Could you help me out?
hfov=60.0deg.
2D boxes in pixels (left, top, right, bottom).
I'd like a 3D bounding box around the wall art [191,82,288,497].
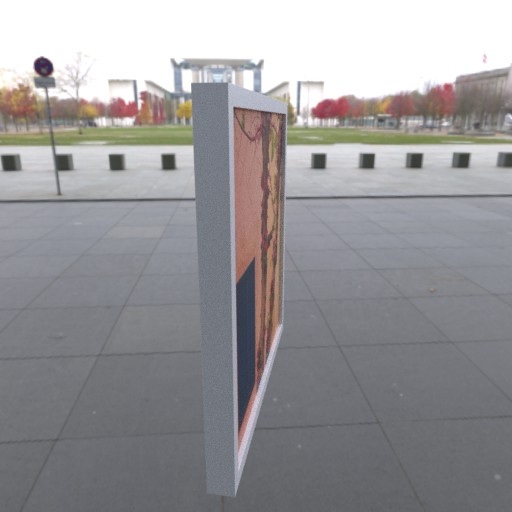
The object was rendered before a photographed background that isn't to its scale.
[{"bbox_3d":[0.000,0.000,0.749,0.038,0.508,0.507,3,17,10],"label":"wall art"}]
